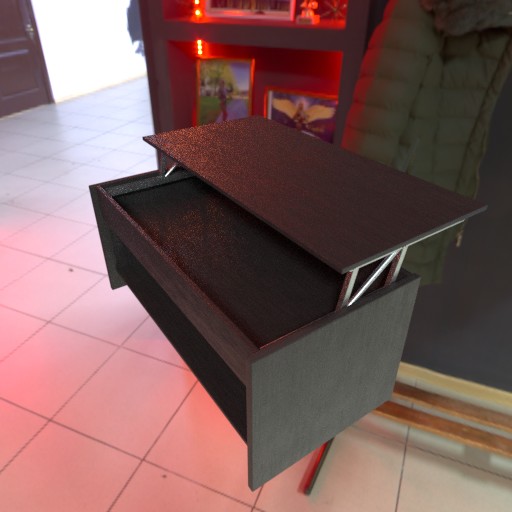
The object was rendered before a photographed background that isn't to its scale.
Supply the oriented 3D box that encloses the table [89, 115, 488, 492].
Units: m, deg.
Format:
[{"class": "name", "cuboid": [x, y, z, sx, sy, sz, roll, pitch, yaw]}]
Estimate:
[{"class": "table", "cuboid": [0.000, 0.000, 1.431, 0.712, 0.570, 1.000, -20, 38, -29]}]
